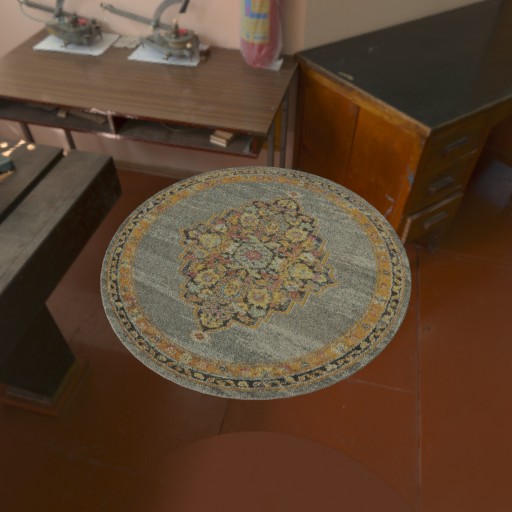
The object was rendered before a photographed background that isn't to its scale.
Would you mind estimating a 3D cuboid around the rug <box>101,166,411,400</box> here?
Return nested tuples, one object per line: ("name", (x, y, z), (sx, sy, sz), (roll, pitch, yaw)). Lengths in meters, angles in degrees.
("rug", (0.000, 0.000, 2.343), (1.598, 0.010, 1.598), (0, 47, 0))
